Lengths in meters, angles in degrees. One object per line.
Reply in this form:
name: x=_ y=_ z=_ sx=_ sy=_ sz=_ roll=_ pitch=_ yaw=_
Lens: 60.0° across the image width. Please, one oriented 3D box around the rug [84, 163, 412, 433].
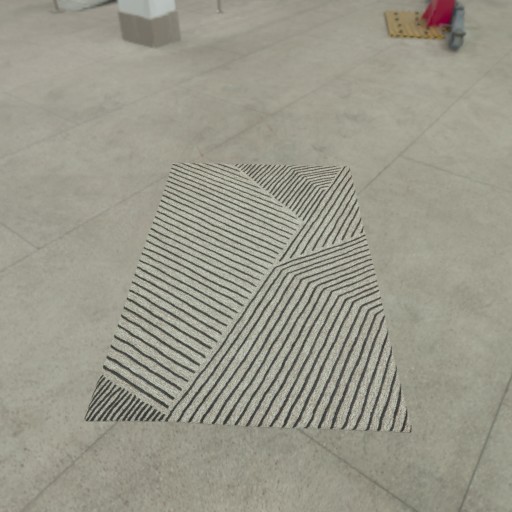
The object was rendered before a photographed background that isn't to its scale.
rug: x=0.000 y=0.000 z=2.963 sx=1.539 sy=0.023 sz=2.406 roll=1 pitch=42 yaw=2
